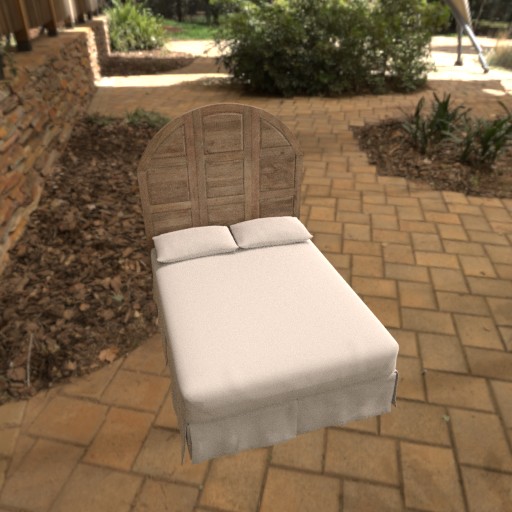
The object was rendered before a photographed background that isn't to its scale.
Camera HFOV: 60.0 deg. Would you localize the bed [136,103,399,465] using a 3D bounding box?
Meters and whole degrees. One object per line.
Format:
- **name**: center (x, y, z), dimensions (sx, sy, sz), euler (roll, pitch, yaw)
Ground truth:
- **bed**: center (0.000, 0.000, 3.627), dimensions (1.713, 2.002, 2.112), euler (-9, 32, -15)
